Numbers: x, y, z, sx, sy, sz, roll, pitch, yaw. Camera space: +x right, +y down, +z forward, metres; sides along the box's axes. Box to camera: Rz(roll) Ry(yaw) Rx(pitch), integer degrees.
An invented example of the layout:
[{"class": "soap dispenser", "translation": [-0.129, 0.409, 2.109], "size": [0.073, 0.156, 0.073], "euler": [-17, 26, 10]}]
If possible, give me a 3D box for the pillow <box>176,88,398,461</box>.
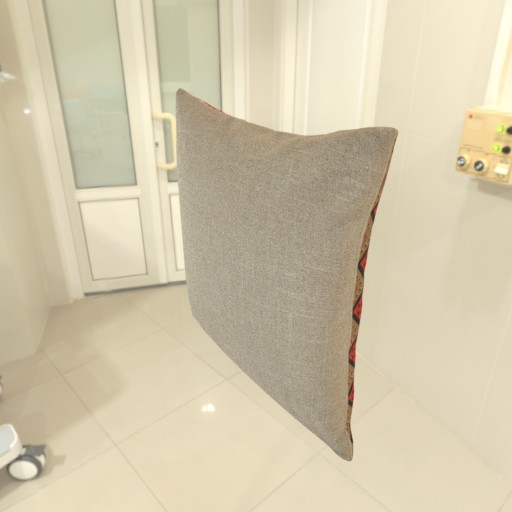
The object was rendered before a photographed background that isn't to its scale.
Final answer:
[{"class": "pillow", "translation": [0.000, 0.000, 0.769], "size": [0.158, 0.511, 0.513], "euler": [-17, 30, -31]}]
